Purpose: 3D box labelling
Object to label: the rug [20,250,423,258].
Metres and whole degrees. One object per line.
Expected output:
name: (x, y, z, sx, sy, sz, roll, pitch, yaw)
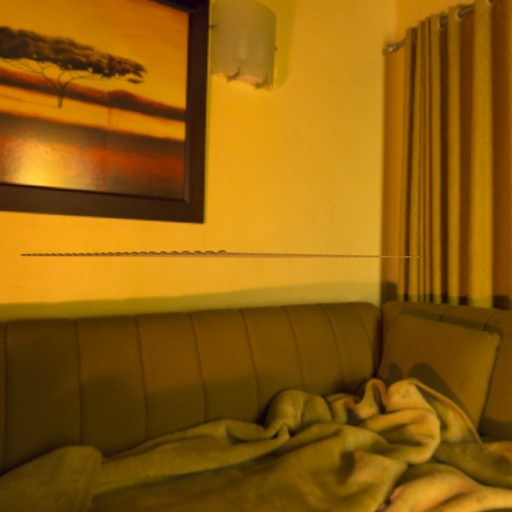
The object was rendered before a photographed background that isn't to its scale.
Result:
rug: (0.000, 0.000, 2.310, 1.162, 0.013, 1.875, 0, -1, 37)
